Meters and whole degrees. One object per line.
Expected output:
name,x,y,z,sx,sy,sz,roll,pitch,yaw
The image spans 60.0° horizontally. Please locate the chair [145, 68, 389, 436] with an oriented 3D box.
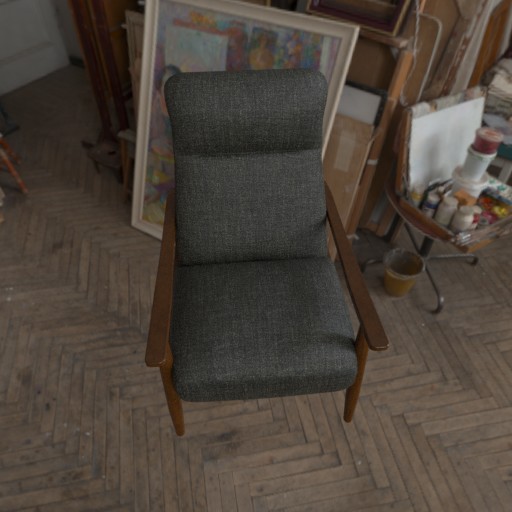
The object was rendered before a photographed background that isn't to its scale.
chair,0.000,0.000,1.773,0.762,1.082,1.014,-3,47,-3
